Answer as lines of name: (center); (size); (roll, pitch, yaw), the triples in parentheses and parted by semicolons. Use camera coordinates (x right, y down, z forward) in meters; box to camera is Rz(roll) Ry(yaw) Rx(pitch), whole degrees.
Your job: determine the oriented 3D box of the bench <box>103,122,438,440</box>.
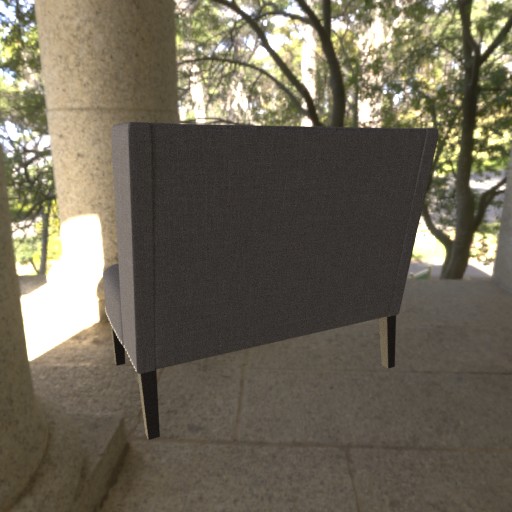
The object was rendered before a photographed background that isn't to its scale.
bench: (0.000, 0.000, 2.032); (1.276, 1.121, 0.842); (-7, 16, -26)
